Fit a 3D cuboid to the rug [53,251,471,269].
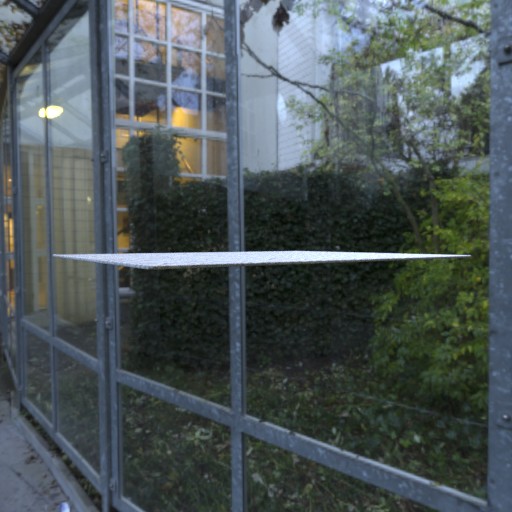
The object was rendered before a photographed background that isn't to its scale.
[{"bbox_3d":[0.000,0.000,4.107,3.049,0.025,2.449,-1,2,-35],"label":"rug"}]
